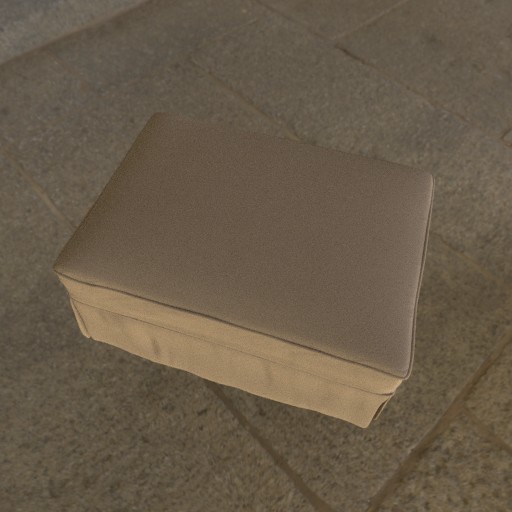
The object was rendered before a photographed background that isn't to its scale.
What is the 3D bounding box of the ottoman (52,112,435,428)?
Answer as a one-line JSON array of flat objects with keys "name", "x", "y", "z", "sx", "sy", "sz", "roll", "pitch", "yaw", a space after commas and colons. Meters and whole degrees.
[{"name": "ottoman", "x": 0.000, "y": 0.000, "z": 1.360, "sx": 0.959, "sy": 0.482, "sz": 0.721, "roll": 15, "pitch": 59, "yaw": 9}]
